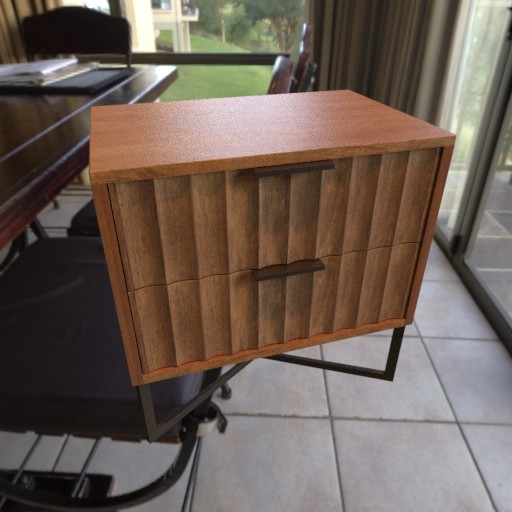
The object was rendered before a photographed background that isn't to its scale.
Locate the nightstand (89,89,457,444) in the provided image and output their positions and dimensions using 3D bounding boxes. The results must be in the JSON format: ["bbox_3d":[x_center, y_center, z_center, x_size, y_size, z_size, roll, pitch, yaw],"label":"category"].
[{"bbox_3d":[0.000,0.000,1.018,0.613,0.615,0.427,-9,33,-15],"label":"nightstand"}]
